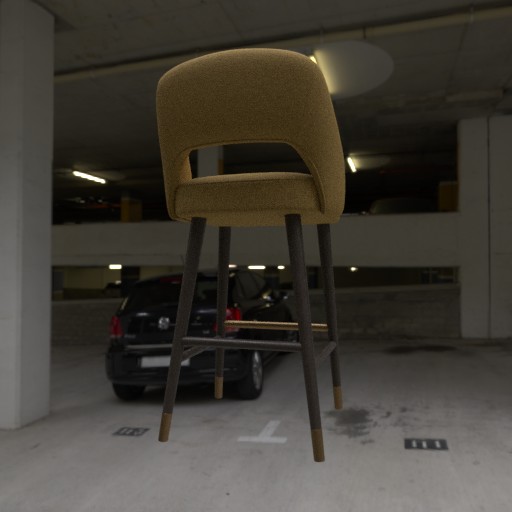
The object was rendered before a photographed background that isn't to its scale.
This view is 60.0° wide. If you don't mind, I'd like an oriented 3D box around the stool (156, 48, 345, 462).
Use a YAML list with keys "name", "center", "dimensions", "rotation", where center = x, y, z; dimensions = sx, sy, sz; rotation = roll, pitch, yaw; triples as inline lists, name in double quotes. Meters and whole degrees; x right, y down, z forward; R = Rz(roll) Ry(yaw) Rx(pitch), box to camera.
- name: "stool"
  center: [0.000, 0.000, 1.344]
  dimensions: [0.536, 1.032, 0.522]
  rotation: [0, -1, 17]
